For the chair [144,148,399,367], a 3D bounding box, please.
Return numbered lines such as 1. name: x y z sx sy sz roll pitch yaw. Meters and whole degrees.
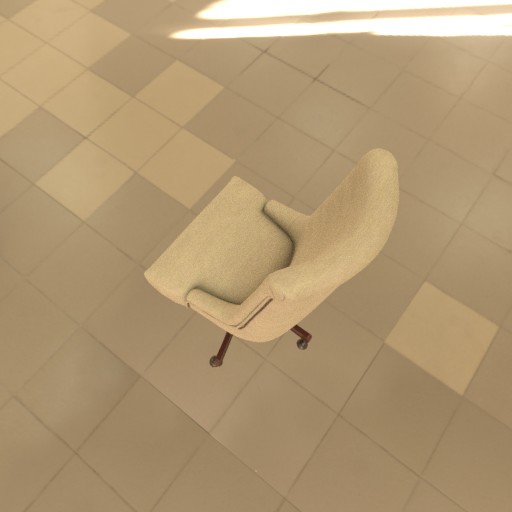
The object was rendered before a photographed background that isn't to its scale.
1. chair: 0.000 0.000 1.490 0.696 1.010 0.645 34 69 15
